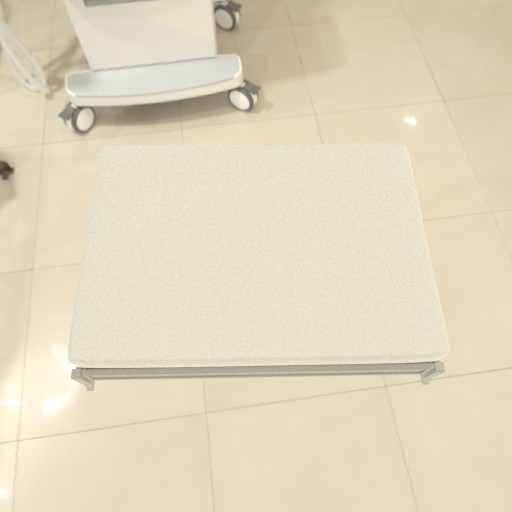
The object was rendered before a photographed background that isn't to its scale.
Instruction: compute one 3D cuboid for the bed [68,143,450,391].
[{"bbox_3d":[0.000,0.000,2.667,1.985,0.510,1.460,-1,64,0],"label":"bed"}]
